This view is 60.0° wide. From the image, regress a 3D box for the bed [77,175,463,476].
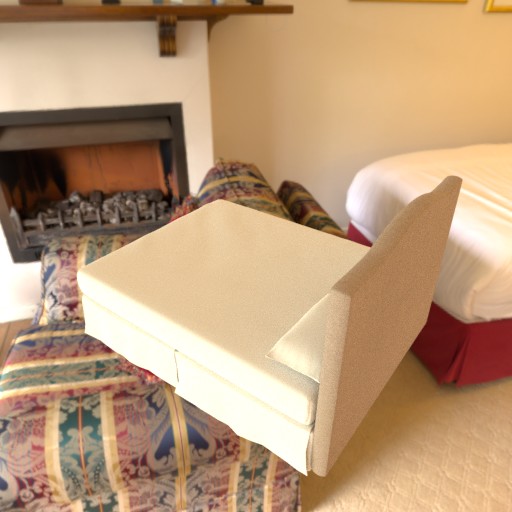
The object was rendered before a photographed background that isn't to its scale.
[{"bbox_3d":[0.000,0.000,3.369,2.282,1.436,1.821,21,37,31],"label":"bed"}]
